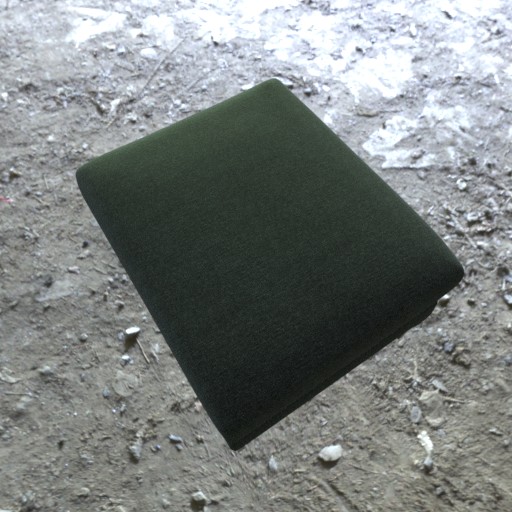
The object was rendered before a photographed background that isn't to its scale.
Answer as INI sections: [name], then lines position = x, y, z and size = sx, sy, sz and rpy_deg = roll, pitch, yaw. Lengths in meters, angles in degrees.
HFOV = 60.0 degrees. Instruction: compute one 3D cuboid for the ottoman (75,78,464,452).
[ottoman]
position = 0.000, 0.000, 1.311
size = 0.695, 0.533, 0.831
rpy_deg = -30, 65, -16
